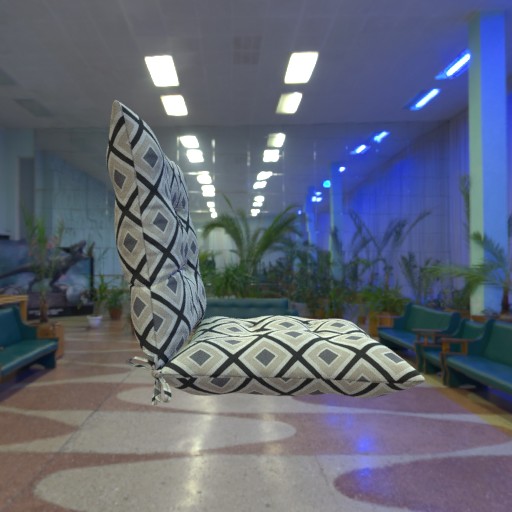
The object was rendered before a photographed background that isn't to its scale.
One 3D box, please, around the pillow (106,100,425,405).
[{"bbox_3d":[0.000,0.000,1.006,0.585,0.536,0.541,0,-1,0],"label":"pillow"}]
